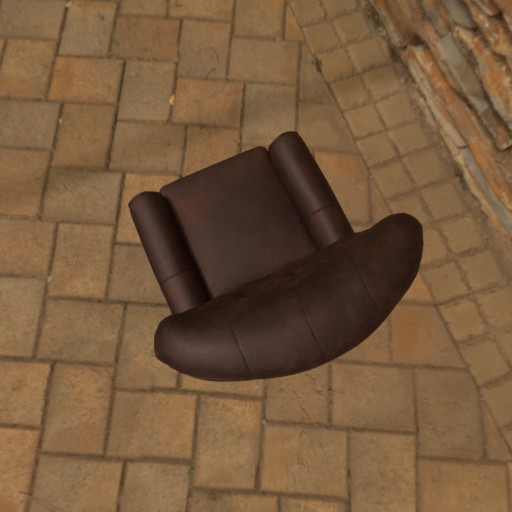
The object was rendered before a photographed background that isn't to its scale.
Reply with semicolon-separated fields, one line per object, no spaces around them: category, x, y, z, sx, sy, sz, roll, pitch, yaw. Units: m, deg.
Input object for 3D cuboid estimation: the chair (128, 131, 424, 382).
chair;0.000;0.000;1.951;0.948;1.158;1.058;-24;75;-7
